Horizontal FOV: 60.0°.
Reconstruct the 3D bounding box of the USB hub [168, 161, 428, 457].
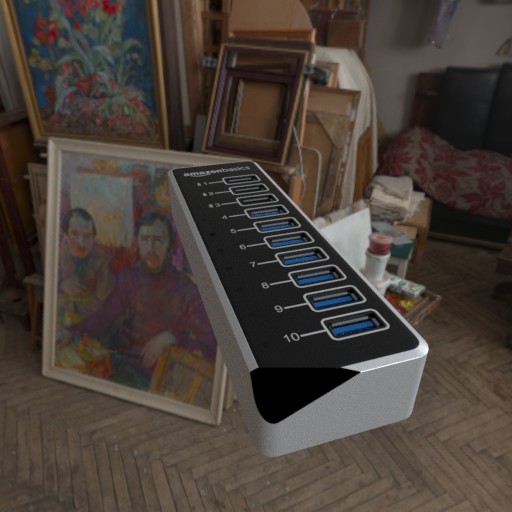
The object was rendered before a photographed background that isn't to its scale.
[{"bbox_3d":[0.000,0.000,0.164,0.044,0.023,0.145,-9,32,-15],"label":"USB hub"}]
